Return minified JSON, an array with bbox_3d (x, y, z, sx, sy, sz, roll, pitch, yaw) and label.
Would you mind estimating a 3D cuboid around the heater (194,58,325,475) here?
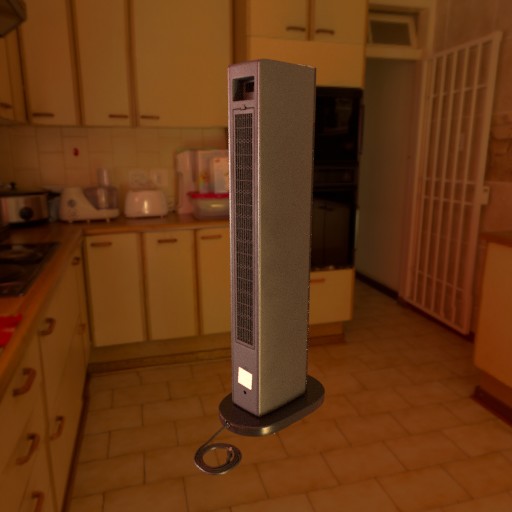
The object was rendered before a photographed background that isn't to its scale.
[{"bbox_3d":[0.000,0.000,1.042,0.214,0.856,0.458,13,18,43],"label":"heater"}]
